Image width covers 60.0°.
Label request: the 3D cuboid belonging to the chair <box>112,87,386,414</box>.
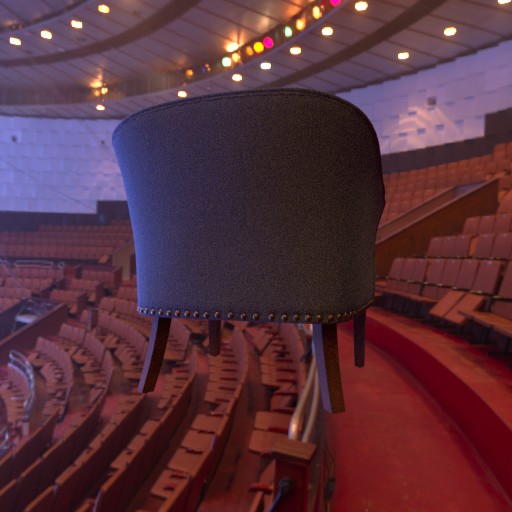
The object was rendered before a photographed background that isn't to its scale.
[{"bbox_3d":[0.000,0.000,1.434,0.798,0.815,0.704,0,0,18],"label":"chair"}]
